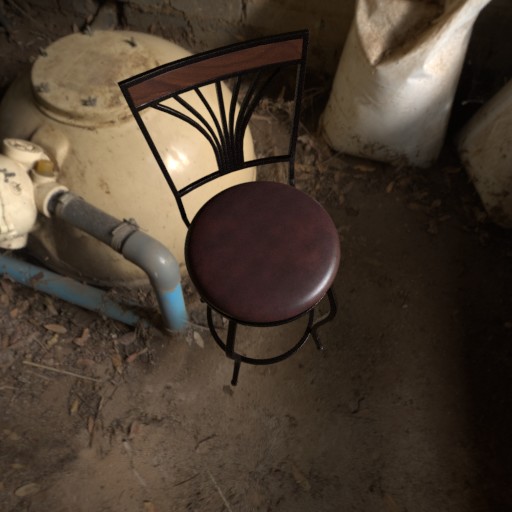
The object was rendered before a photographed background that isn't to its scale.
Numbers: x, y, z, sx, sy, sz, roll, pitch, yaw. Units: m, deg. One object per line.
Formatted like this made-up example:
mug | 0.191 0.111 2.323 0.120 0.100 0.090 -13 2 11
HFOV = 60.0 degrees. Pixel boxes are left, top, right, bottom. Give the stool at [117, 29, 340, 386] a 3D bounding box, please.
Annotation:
stool | 0.000 0.000 1.358 0.433 1.117 0.514 -20 66 -9
